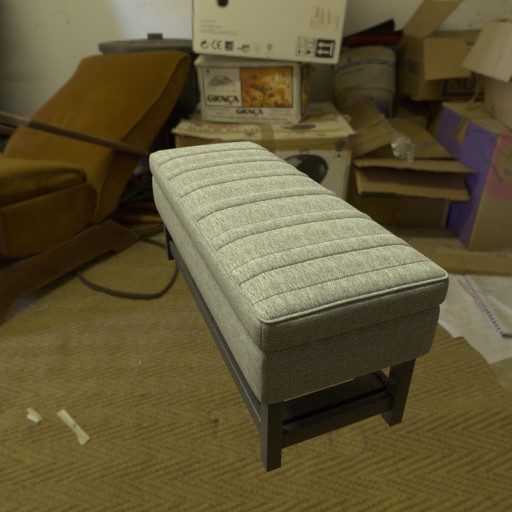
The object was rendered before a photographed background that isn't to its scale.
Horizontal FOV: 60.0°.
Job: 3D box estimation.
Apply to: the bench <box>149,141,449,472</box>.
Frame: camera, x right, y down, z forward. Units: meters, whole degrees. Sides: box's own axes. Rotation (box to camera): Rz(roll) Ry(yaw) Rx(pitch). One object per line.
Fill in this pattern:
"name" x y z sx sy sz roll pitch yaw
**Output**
"bench" 0.000 0.000 1.340 0.429 0.470 1.100 -11 31 -19
